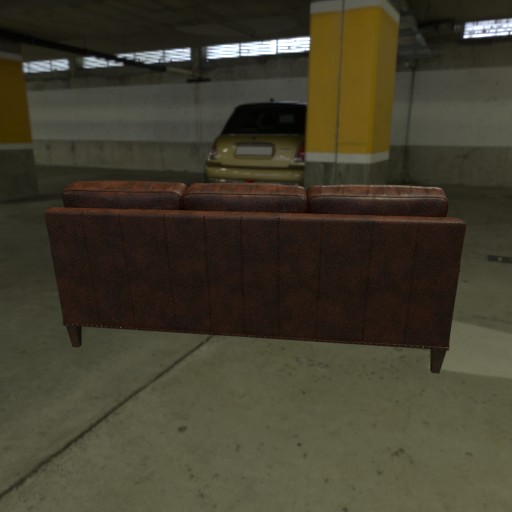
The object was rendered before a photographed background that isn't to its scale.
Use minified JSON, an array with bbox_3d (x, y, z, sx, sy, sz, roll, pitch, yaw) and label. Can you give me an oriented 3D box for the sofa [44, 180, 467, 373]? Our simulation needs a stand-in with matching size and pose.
[{"bbox_3d":[0.000,0.000,2.827,2.240,1.003,1.084,2,16,8],"label":"sofa"}]
